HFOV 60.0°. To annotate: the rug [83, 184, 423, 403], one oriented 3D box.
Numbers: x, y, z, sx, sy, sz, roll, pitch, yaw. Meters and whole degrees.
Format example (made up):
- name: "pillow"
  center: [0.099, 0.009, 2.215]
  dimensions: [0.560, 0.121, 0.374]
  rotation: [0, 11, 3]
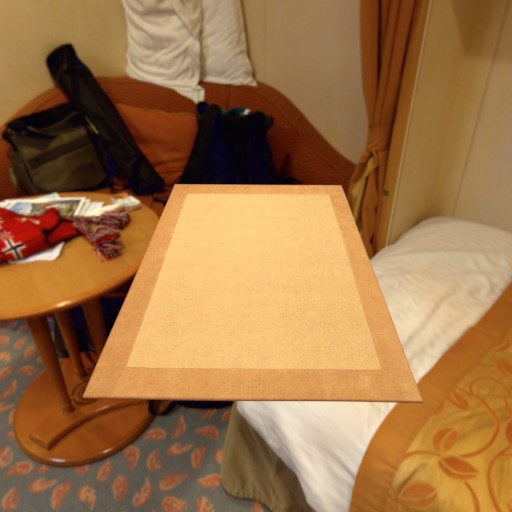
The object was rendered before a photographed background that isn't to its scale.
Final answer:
- name: "rug"
  center: [0.000, 0.000, 3.011]
  dimensions: [1.524, 0.014, 2.438]
  rotation: [0, 32, 1]
